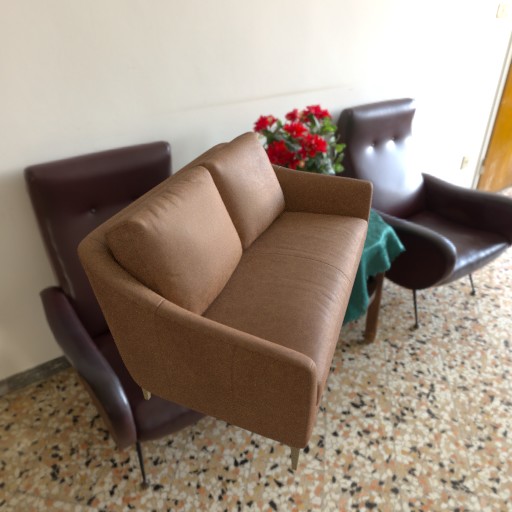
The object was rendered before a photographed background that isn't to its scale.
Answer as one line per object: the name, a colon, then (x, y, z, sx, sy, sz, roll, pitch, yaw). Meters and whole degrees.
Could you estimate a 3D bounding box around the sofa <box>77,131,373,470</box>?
sofa: (0.000, 0.000, 2.208, 0.960, 0.902, 1.619, 10, 32, 16)
